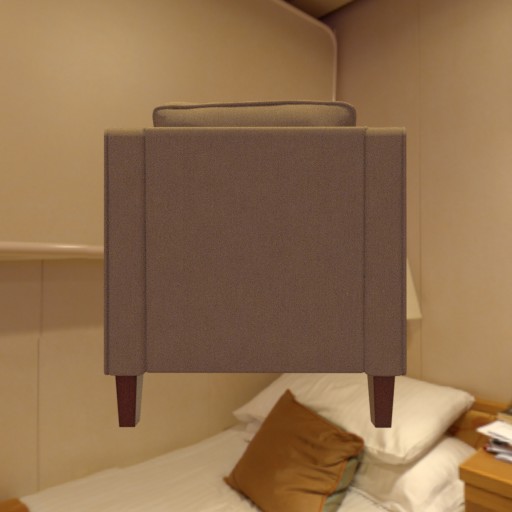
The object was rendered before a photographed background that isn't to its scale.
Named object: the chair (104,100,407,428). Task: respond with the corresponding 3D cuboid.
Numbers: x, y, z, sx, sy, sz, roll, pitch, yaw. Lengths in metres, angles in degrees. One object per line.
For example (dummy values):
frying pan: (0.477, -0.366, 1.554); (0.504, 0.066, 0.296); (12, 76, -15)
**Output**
chair: (0.000, 0.000, 1.648); (0.831, 0.960, 0.909); (0, -1, 0)
